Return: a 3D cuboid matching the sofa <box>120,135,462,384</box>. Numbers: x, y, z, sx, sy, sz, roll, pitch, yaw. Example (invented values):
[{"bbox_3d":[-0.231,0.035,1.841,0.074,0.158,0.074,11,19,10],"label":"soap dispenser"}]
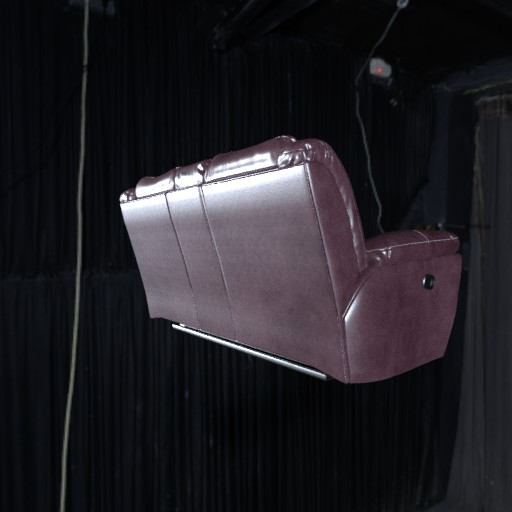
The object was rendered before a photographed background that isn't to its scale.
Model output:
[{"bbox_3d":[0.000,0.000,2.623,0.991,1.043,2.058,-1,2,-36],"label":"sofa"}]
